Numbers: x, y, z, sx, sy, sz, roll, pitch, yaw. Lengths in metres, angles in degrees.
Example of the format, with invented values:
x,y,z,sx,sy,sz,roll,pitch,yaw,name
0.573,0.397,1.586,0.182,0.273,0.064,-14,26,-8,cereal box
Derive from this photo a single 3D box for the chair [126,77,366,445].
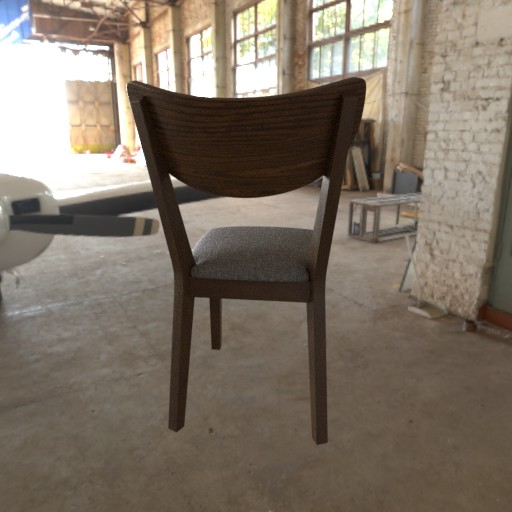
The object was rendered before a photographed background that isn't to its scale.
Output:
x,y,z,sx,sy,sz,roll,pitch,yaw,name
0.000,0.000,1.200,0.491,0.849,0.583,2,15,7,chair
